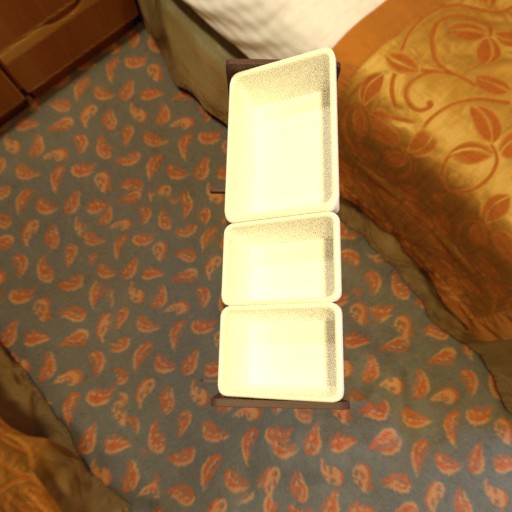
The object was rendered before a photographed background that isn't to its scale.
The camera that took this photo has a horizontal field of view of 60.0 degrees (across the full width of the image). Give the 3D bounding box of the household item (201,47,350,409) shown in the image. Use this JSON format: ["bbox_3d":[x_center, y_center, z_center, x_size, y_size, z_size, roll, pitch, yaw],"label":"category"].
[{"bbox_3d":[0.000,0.000,1.302,0.389,0.864,0.787,1,76,0],"label":"household item"}]
